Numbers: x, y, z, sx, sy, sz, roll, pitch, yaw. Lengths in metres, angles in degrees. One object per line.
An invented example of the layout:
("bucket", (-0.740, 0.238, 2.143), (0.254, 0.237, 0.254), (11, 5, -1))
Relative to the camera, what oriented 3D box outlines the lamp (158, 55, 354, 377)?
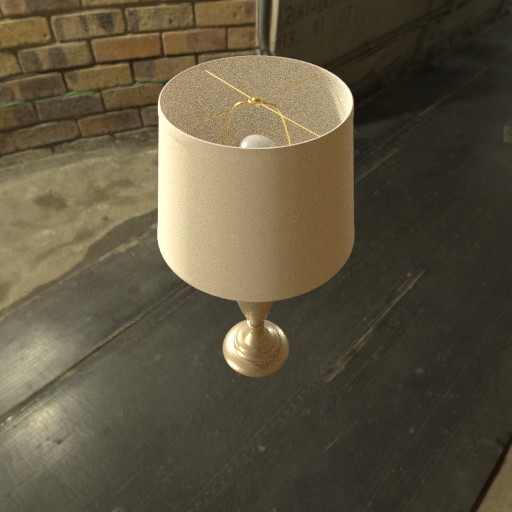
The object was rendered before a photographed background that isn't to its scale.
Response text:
("lamp", (0.000, 0.000, 0.803), (0.328, 0.612, 0.328), (0, 46, 0))
